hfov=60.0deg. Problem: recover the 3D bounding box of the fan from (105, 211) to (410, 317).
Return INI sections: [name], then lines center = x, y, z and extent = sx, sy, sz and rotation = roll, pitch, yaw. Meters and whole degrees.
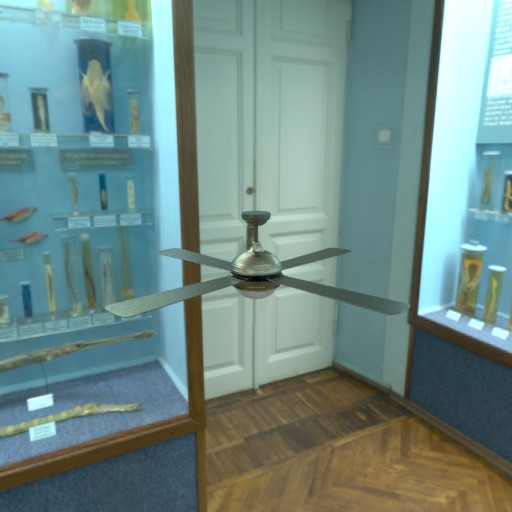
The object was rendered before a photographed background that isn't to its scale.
[fan]
center = 0.000, 0.000, 1.938
extent = 1.321, 0.381, 1.321
rotation = -6, 14, -25
